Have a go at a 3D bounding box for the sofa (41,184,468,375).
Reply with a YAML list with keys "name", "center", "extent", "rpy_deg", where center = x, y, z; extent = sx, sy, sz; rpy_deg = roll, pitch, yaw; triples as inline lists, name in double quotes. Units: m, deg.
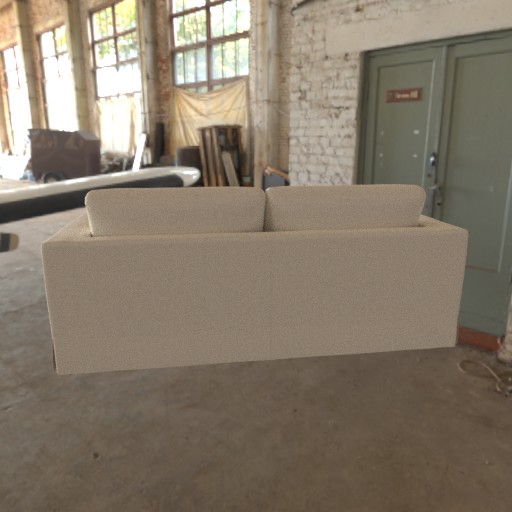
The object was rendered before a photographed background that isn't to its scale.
- name: "sofa"
  center: [0.000, 0.000, 2.667]
  extent: [2.163, 0.881, 0.954]
  rpy_deg: [-2, 15, -8]
